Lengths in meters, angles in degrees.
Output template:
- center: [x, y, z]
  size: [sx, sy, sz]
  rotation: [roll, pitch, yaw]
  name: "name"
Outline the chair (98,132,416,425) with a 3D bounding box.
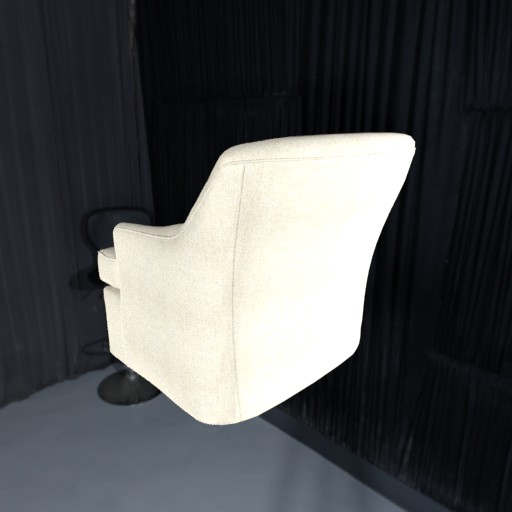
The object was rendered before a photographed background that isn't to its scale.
- center: [0.000, 0.000, 1.577]
  size: [0.923, 0.856, 0.864]
  rotation: [16, 23, 42]
  name: "chair"
